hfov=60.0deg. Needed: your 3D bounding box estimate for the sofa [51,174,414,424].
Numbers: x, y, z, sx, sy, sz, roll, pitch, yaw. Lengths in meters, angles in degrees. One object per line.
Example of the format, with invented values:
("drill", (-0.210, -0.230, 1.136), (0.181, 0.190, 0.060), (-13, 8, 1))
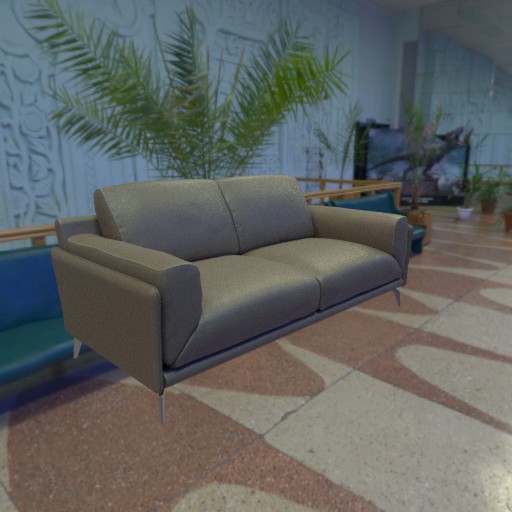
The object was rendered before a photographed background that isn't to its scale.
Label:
("sofa", (0.000, 0.000, 2.741), (2.101, 0.930, 1.049), (-13, 19, -43))
